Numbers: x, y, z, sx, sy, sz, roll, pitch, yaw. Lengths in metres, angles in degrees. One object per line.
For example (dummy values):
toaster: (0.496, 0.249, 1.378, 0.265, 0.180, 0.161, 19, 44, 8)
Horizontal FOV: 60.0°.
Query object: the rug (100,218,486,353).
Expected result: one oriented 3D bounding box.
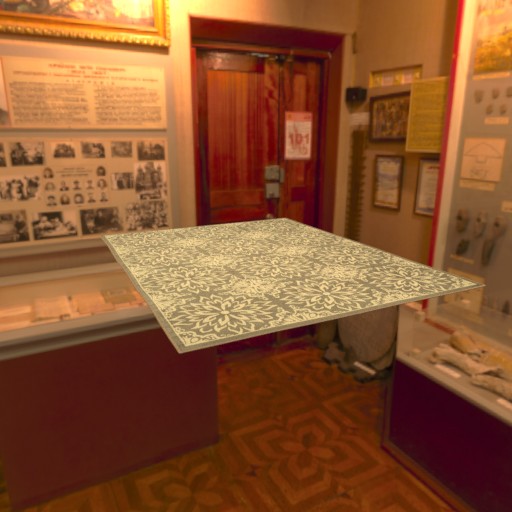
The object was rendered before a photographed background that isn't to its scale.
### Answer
rug: (0.000, 0.000, 4.090, 2.363, 0.012, 2.980, -8, 17, -25)
